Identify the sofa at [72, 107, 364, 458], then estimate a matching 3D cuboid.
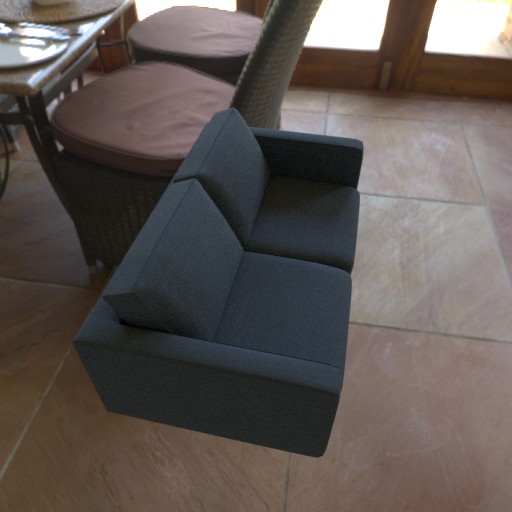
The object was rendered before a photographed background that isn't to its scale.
[{"bbox_3d":[0.000,0.000,2.273,0.999,0.907,1.659,9,46,9],"label":"sofa"}]
